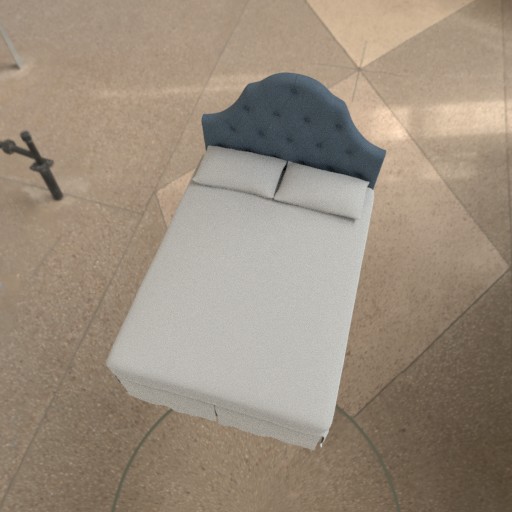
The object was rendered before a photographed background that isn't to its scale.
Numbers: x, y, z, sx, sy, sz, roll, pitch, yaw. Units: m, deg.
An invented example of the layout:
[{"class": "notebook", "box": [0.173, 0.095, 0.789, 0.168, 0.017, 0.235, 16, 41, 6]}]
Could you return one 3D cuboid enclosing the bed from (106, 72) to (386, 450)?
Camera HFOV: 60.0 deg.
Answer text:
[{"class": "bed", "box": [0.000, 0.000, 3.268, 1.636, 1.575, 2.155, 14, 60, 8]}]
